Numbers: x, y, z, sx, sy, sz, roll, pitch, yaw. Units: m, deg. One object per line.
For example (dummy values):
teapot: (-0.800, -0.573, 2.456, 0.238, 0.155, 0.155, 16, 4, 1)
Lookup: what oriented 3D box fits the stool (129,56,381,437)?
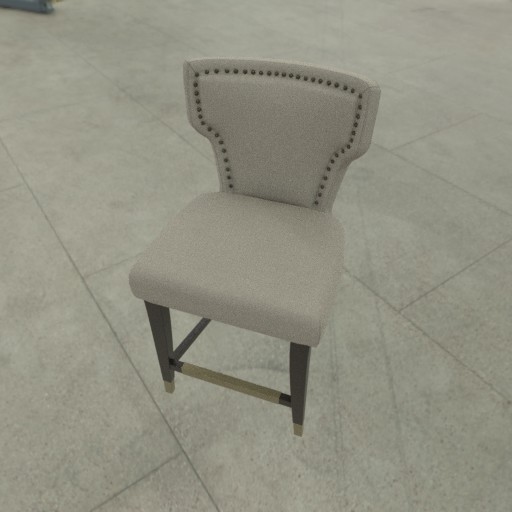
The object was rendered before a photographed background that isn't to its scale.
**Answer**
stool: (0.000, 0.000, 1.325, 0.527, 0.982, 0.563, 13, 43, 14)
